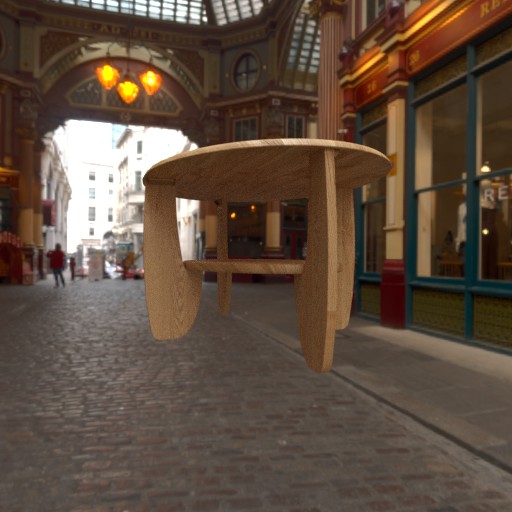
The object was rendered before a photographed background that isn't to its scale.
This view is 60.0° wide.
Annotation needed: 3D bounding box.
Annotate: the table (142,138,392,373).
[{"bbox_3d":[0.000,0.000,1.392,0.690,0.490,1.040,0,1,-17],"label":"table"}]
